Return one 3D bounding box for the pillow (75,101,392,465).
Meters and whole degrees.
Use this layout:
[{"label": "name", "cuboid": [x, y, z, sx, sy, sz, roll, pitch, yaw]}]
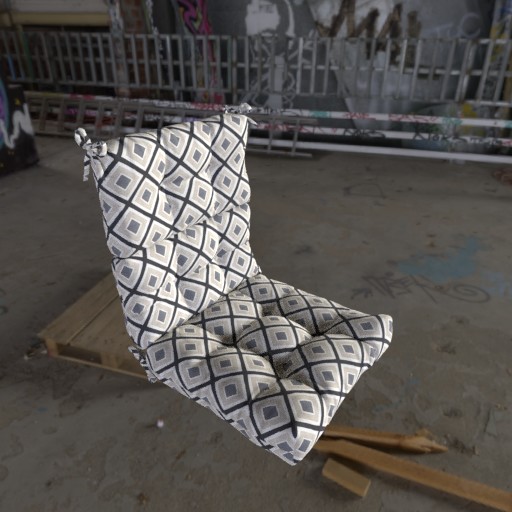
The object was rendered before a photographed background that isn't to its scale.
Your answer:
[{"label": "pillow", "cuboid": [0.000, 0.000, 1.038, 0.571, 0.605, 0.519, 20, 34, 32]}]
